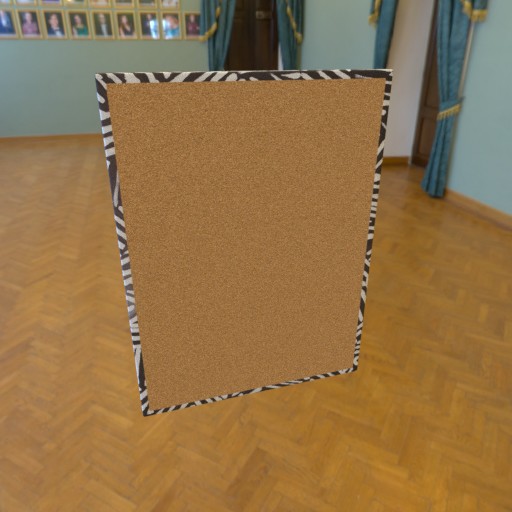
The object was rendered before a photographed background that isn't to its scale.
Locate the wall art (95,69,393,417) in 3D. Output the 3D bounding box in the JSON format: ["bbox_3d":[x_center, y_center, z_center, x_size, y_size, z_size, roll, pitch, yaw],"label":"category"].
[{"bbox_3d":[0.000,0.000,1.320,0.765,1.017,0.038,-7,26,-16],"label":"wall art"}]
